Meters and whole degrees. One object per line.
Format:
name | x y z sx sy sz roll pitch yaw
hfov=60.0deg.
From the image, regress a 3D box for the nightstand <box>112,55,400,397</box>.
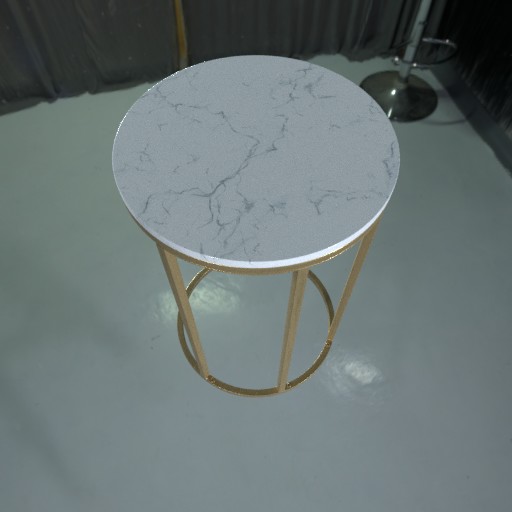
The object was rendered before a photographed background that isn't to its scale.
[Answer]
nightstand | 0.000 0.000 0.883 0.400 0.610 0.400 -15 59 -9
